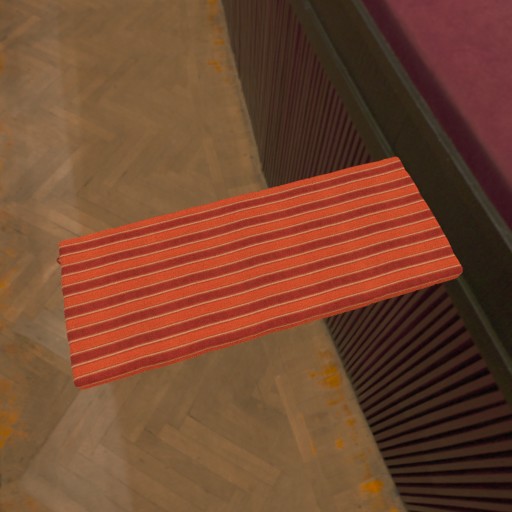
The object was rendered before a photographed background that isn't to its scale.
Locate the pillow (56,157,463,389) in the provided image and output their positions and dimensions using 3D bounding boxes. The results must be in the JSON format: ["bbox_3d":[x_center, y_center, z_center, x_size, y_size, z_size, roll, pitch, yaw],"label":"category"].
[{"bbox_3d":[0.000,0.000,1.360,1.187,0.081,0.492,-15,64,-8],"label":"pillow"}]
